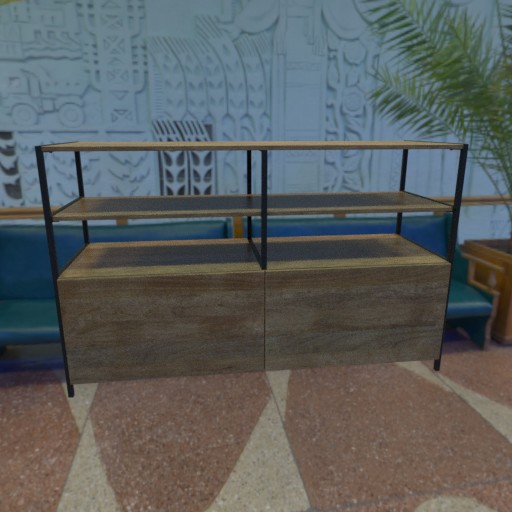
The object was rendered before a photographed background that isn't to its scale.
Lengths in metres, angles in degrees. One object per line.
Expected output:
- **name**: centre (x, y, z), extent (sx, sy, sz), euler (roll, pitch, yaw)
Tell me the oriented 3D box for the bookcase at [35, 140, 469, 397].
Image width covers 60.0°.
- **bookcase**: centre (0.000, 0.000, 1.436), extent (1.149, 0.712, 0.391), euler (-2, 16, -7)
